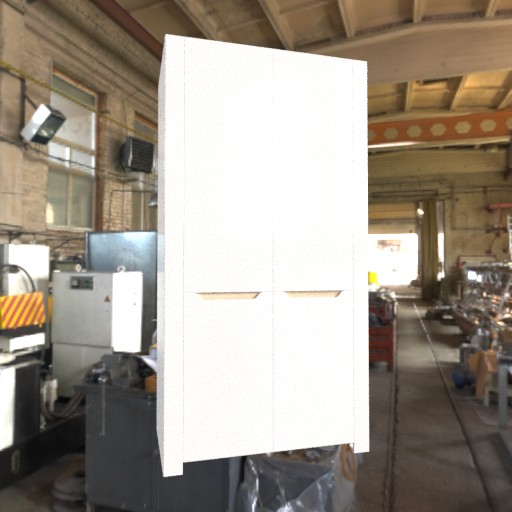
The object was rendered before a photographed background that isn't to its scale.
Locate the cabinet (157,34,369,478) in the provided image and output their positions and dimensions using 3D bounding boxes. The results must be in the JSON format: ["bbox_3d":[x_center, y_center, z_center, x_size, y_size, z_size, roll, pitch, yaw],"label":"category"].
[{"bbox_3d":[0.000,0.000,2.322,0.980,1.920,0.580,0,-1,-15],"label":"cabinet"}]
